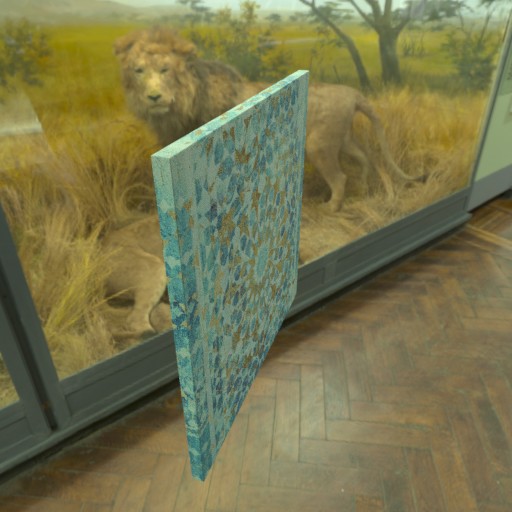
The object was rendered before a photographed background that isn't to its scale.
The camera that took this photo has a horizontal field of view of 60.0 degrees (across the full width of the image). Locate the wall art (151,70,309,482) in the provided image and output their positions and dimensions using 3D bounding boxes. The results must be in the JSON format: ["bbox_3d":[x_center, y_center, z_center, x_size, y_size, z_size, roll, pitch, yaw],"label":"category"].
[{"bbox_3d":[0.000,0.000,1.342,0.040,0.916,0.916,11,33,17],"label":"wall art"}]
